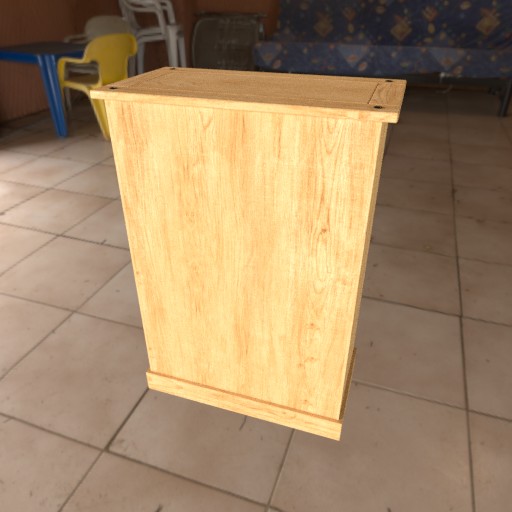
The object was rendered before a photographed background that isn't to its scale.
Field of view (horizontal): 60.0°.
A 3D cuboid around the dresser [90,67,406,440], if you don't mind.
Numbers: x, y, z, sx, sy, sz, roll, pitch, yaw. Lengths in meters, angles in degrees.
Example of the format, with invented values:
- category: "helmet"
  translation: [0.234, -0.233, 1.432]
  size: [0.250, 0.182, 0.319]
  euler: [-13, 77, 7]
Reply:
- category: "dresser"
  translation: [0.000, 0.000, 1.766]
  size: [0.915, 1.300, 0.485]
  euler: [10, 33, 16]
